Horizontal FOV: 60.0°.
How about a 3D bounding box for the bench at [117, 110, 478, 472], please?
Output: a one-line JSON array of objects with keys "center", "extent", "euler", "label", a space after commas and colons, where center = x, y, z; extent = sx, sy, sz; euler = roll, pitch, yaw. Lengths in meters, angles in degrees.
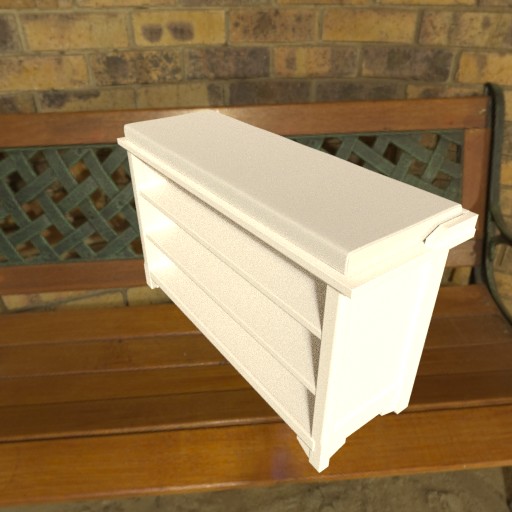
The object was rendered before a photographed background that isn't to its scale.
[{"center": [0.000, 0.000, 1.249], "extent": [0.346, 0.589, 0.987], "euler": [-21, 37, -30], "label": "bench"}]
